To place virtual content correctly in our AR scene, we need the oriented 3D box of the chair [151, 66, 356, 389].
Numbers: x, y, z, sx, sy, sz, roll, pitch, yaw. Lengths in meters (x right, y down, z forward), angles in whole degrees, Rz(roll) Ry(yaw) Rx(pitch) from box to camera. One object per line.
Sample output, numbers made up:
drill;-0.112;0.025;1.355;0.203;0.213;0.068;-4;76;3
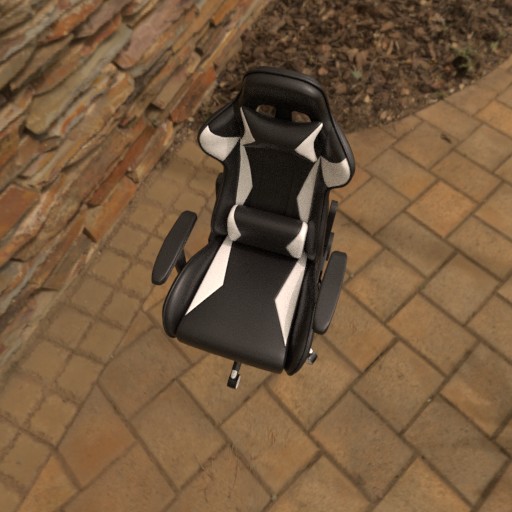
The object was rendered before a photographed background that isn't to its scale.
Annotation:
chair;0.000;0.000;1.743;0.730;1.285;0.695;16;59;10
